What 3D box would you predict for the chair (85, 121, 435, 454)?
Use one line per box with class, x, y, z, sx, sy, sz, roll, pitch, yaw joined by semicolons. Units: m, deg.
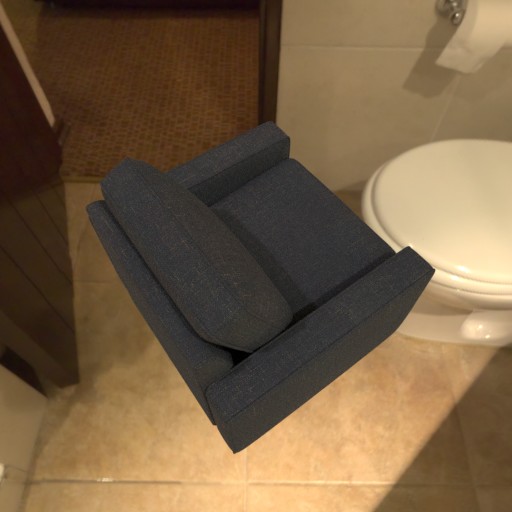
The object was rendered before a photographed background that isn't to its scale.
chair;0.000;0.000;1.762;0.940;0.919;1.017;-32;63;-19
